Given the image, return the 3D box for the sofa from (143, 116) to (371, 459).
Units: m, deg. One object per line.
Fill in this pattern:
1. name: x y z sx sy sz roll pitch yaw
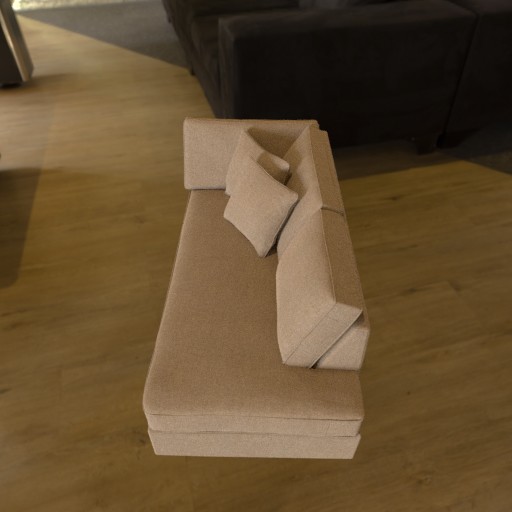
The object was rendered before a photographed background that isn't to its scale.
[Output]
1. sofa: 0.000 0.000 2.853 1.110 1.019 2.238 1 43 1
